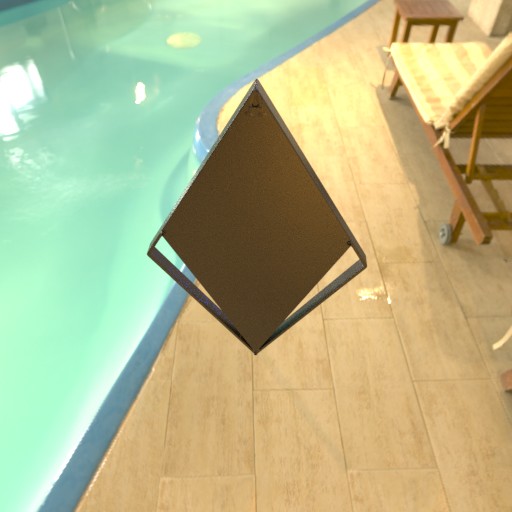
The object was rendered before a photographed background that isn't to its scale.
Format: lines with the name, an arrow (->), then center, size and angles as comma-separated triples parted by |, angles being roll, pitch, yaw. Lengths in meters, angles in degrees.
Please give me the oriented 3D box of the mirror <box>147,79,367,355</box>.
mirror -> 0.000, 0.000, 0.847 | 0.419, 0.679, 0.032 | 3, 47, 3
